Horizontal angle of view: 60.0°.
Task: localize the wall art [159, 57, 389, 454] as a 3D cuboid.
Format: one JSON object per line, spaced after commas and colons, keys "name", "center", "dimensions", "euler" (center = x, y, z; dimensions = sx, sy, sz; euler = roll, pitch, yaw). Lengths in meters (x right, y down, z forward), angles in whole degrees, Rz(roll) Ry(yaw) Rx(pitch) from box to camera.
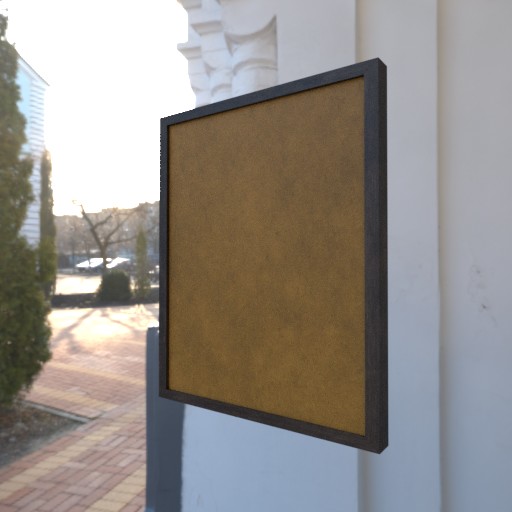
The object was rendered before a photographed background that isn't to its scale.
{"name": "wall art", "center": [0.000, 0.000, 0.560], "dimensions": [0.329, 0.406, 0.027], "euler": [-1, -1, 36]}
